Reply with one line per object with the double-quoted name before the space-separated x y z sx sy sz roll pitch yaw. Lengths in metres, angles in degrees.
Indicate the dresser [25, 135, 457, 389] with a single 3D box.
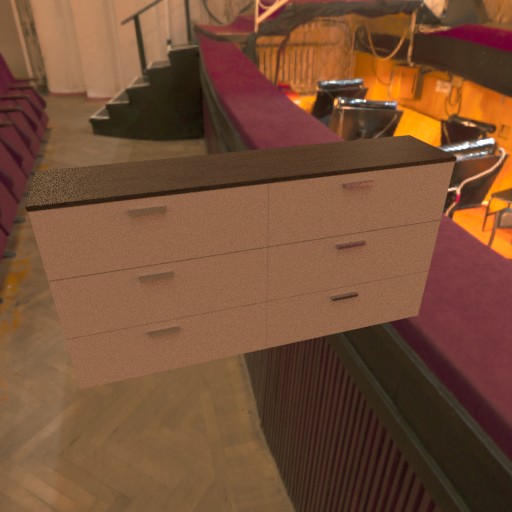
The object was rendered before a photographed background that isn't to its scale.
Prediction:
"dresser" 0.000 0.000 1.844 1.535 0.790 0.333 -9 32 -15
